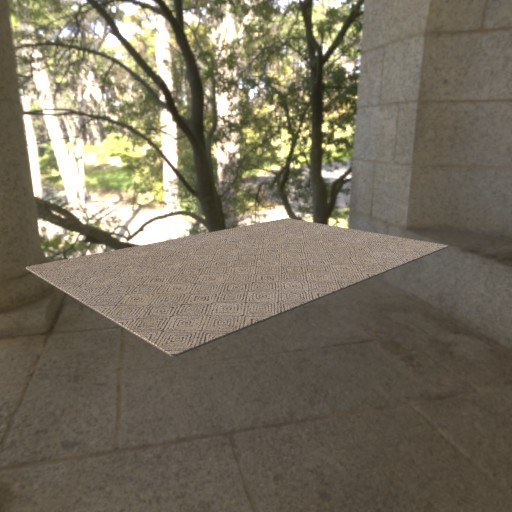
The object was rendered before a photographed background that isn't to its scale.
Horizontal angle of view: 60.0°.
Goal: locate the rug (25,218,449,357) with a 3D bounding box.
[{"bbox_3d":[0.000,0.000,2.208,1.783,0.008,1.175,-14,21,-43],"label":"rug"}]
